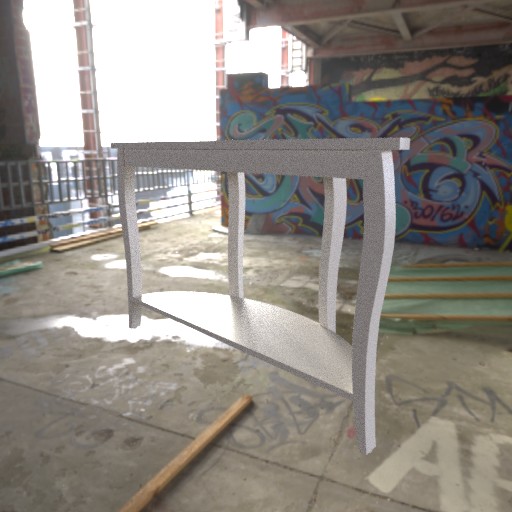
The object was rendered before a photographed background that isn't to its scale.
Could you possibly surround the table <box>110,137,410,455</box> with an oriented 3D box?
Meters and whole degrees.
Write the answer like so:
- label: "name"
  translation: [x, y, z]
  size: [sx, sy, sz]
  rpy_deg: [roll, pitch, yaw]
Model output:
- label: "table"
  translation: [0.000, 0.000, 1.555]
  size: [1.219, 0.780, 0.394]
  rpy_deg: [13, 19, 43]
